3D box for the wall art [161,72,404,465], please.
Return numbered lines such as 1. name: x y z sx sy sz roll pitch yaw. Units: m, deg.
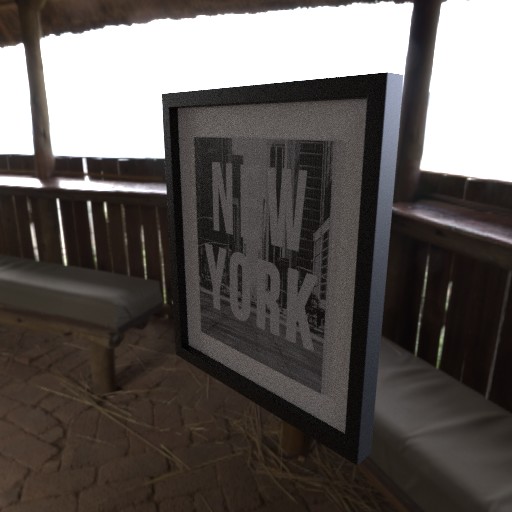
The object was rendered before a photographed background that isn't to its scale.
1. wall art: 0.000 0.000 0.529 0.028 0.381 0.328 -15 22 -42
